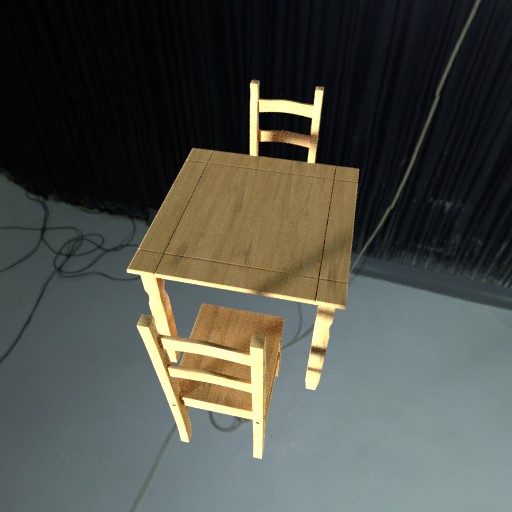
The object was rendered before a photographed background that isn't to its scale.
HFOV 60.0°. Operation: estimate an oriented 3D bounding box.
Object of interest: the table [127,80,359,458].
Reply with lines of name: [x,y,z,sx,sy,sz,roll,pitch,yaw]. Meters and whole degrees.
table: [0.000,0.000,2.058,0.813,0.942,1.501,9,48,8]
